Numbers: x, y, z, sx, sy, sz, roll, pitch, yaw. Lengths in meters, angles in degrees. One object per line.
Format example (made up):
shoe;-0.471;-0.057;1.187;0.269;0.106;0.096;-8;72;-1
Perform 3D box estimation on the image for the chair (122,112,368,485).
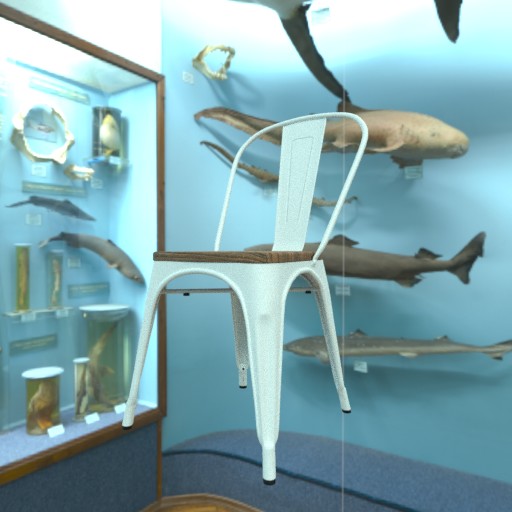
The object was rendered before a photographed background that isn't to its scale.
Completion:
chair;0.000;0.000;1.164;0.452;0.851;0.521;1;1;36
